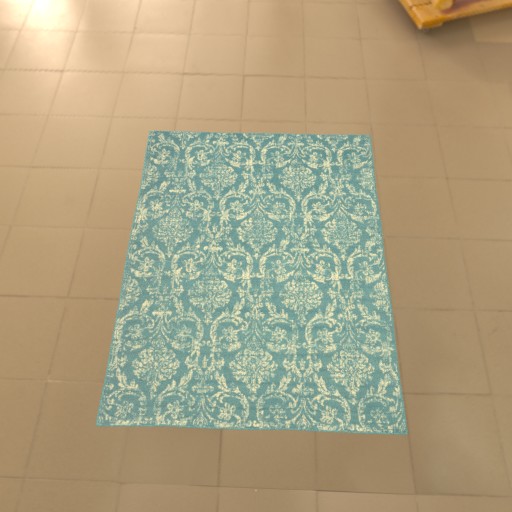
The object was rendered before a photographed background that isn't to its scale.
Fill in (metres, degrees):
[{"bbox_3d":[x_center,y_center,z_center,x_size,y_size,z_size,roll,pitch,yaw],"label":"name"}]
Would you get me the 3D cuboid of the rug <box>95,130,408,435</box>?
[{"bbox_3d":[0.000,0.000,4.042,2.363,0.012,2.980,1,62,1],"label":"rug"}]
